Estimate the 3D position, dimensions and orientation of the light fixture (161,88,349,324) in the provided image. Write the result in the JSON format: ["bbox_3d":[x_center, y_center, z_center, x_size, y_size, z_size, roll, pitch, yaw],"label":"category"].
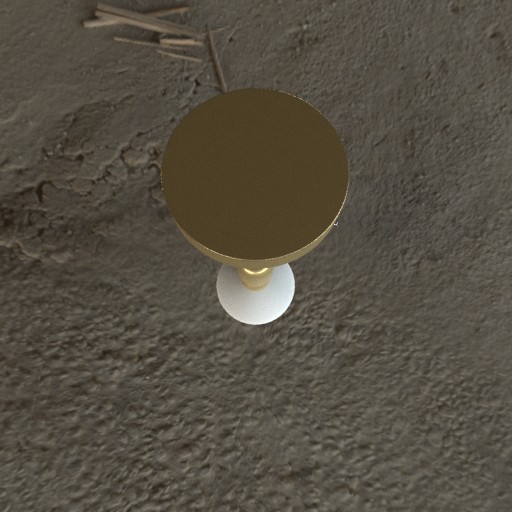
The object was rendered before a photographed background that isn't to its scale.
[{"bbox_3d":[0.000,0.000,0.582,0.147,0.510,0.146,21,76,6],"label":"light fixture"}]
